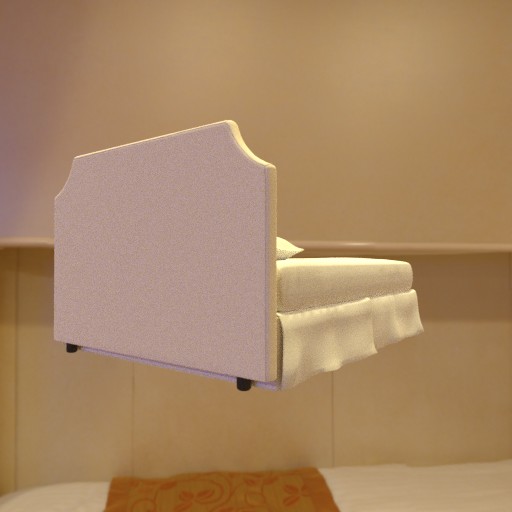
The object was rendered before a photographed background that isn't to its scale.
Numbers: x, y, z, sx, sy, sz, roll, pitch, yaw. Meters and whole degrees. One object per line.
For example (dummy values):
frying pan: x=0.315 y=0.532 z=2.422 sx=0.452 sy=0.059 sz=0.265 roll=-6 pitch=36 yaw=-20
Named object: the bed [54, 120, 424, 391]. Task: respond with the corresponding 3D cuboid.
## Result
bed: x=0.000 y=0.000 z=4.192 sx=2.350 sy=1.590 sz=2.773 roll=0 pitch=-1 yaw=36
